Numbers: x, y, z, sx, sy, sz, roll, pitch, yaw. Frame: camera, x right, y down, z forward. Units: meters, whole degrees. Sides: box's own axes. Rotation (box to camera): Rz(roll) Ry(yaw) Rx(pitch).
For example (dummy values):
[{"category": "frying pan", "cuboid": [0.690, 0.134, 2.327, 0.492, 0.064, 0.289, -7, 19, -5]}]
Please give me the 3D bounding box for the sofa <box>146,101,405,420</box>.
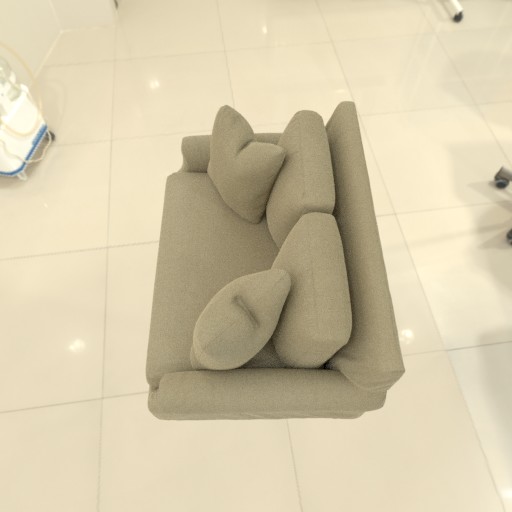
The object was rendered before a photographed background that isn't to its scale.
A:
[{"category": "sofa", "cuboid": [0.000, 0.000, 2.243, 1.070, 0.905, 1.550, -1, 59, -1]}]
